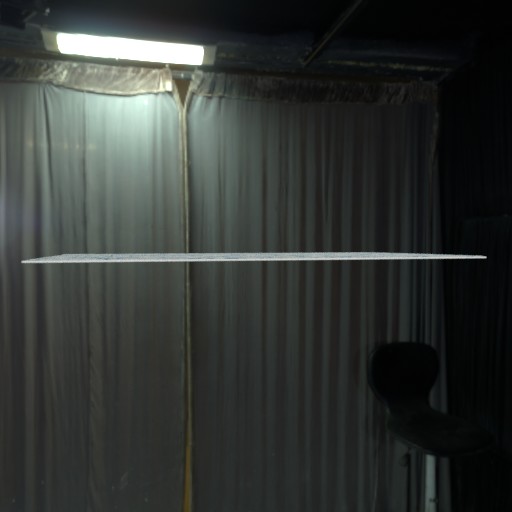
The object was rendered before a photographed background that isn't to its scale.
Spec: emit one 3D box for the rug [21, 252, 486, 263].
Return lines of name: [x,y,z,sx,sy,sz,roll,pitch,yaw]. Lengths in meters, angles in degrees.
rug: [0.000,0.000,1.403,1.220,0.007,0.605,0,2,-16]
